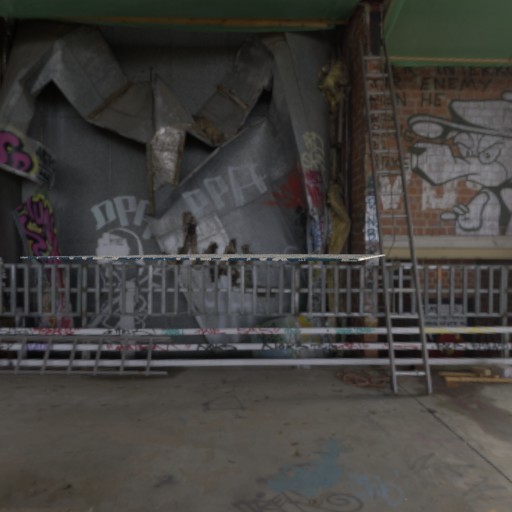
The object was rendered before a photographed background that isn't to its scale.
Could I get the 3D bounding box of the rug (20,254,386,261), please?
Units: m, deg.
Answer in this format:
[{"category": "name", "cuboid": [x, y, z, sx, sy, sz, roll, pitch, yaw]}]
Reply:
[{"category": "rug", "cuboid": [0.000, 0.000, 2.304, 1.220, 0.007, 1.828, 0, 1, 19]}]
